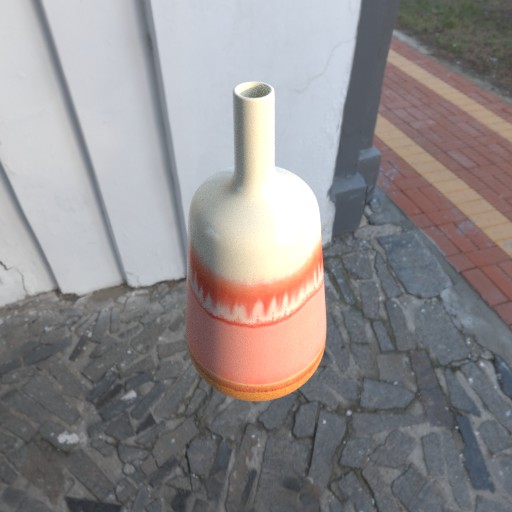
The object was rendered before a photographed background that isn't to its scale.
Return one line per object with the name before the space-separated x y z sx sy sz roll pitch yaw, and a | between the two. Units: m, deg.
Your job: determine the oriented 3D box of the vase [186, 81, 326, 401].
vase | 0.000 0.000 0.383 0.144 0.296 0.144 0 45 0
